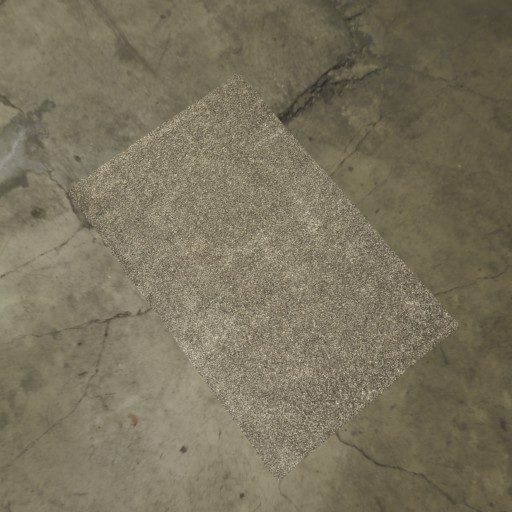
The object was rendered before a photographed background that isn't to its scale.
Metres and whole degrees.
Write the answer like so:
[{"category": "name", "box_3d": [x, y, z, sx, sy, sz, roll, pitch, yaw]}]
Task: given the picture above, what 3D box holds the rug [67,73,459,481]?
[{"category": "rug", "box_3d": [0.000, 0.000, 2.962, 1.502, 0.025, 2.350, -37, 80, -8]}]
